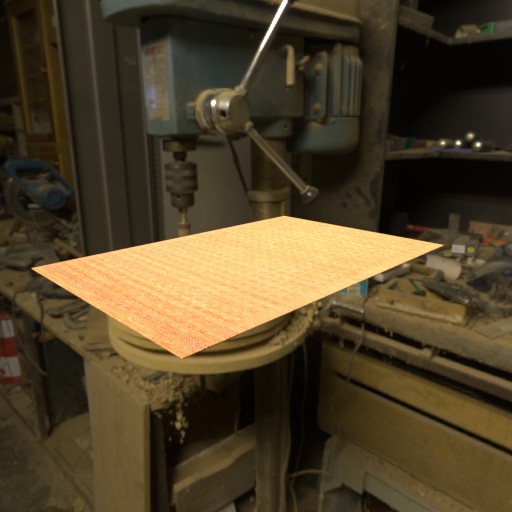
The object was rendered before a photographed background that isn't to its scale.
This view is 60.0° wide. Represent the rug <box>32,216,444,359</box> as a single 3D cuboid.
[{"bbox_3d":[0.000,0.000,2.921,2.285,0.006,1.524,-16,22,-43],"label":"rug"}]
